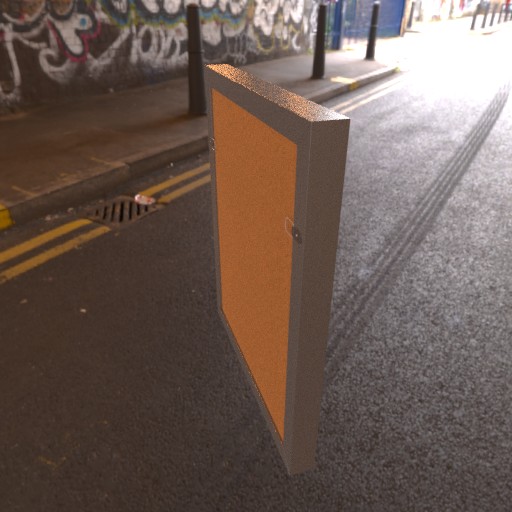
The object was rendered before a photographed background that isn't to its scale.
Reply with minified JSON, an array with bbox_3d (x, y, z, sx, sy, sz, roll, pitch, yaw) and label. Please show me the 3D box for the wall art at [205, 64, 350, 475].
[{"bbox_3d":[0.000,0.000,0.517,0.030,0.379,0.308,-10,31,-16],"label":"wall art"}]
